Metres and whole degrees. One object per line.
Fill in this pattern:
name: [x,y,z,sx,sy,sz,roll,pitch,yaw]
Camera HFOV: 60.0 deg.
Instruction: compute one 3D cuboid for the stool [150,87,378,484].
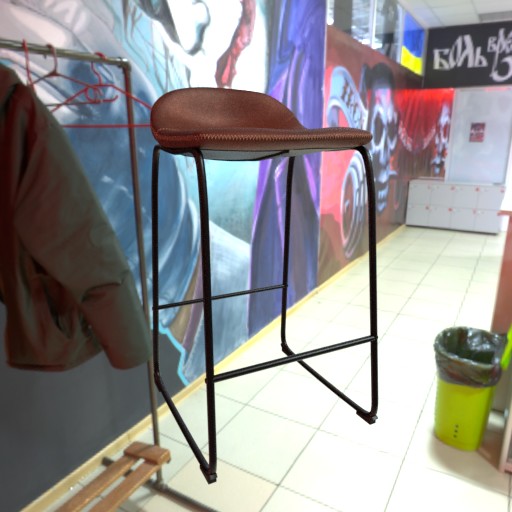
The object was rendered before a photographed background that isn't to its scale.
stool: [0.000,0.000,1.112,0.454,0.830,0.473,-8,17,-26]
